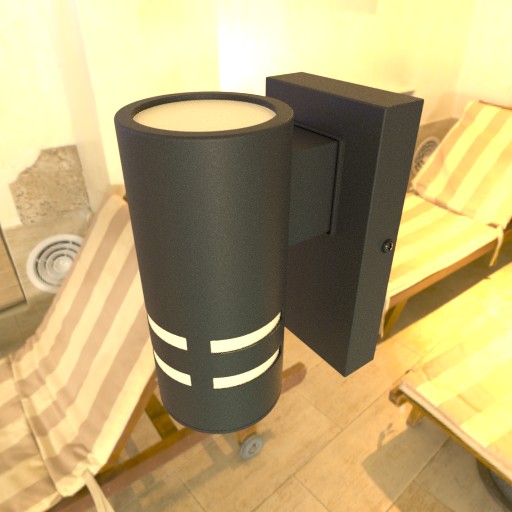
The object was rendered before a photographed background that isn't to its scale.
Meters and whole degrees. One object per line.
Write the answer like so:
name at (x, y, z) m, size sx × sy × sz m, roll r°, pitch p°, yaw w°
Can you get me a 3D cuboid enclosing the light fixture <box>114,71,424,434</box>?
light fixture at (0.000, 0.000, 0.263) m, size 0.138 × 0.179 × 0.098 m, roll -21°, pitch 38°, yaw -30°
